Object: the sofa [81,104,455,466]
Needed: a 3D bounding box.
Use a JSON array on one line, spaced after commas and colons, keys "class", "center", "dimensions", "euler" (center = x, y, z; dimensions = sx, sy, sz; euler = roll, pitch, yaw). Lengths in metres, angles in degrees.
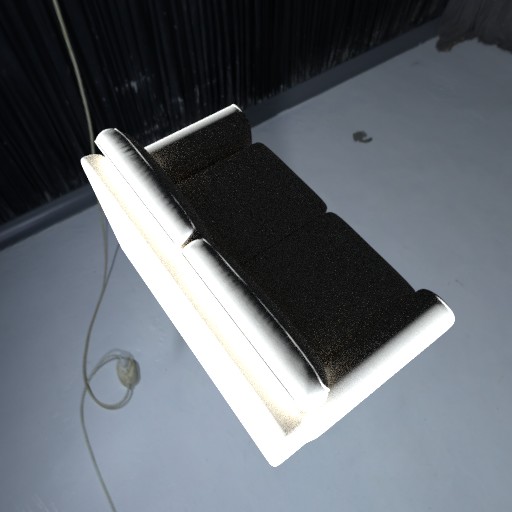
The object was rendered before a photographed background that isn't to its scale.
[{"class": "sofa", "center": [0.000, 0.000, 2.288], "dimensions": [0.991, 0.940, 1.727], "euler": [-32, 64, -18]}]
